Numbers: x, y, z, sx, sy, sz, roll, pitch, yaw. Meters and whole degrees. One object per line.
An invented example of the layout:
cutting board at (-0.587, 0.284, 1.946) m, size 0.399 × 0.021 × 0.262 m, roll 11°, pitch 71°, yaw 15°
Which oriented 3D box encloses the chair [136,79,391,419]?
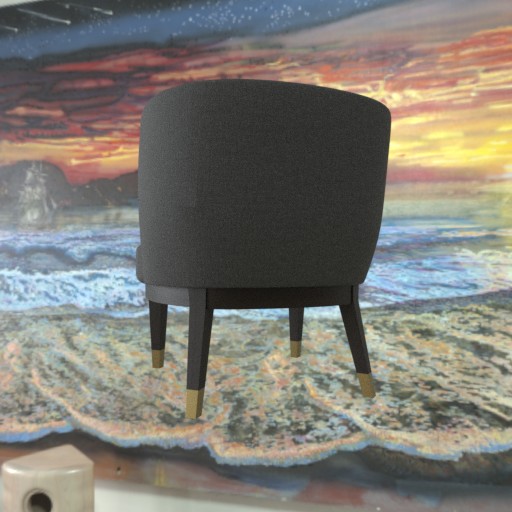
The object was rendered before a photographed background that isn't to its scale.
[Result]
chair at (0.000, 0.000, 1.228) m, size 0.639 × 0.695 × 0.698 m, roll 0°, pitch -1°, yaw -19°
